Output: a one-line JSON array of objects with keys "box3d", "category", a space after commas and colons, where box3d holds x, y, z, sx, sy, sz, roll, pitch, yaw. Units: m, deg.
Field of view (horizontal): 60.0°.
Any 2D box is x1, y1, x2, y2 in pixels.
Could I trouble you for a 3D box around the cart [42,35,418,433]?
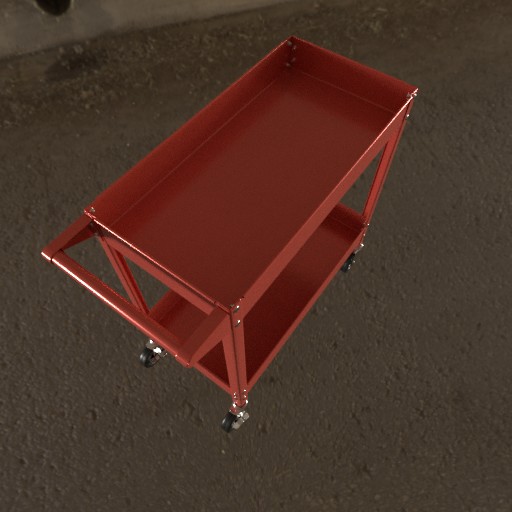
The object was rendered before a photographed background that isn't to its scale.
[{"box3d": [0.000, 0.000, 1.161, 0.366, 0.719, 0.779, 32, 63, 18], "category": "cart"}]
